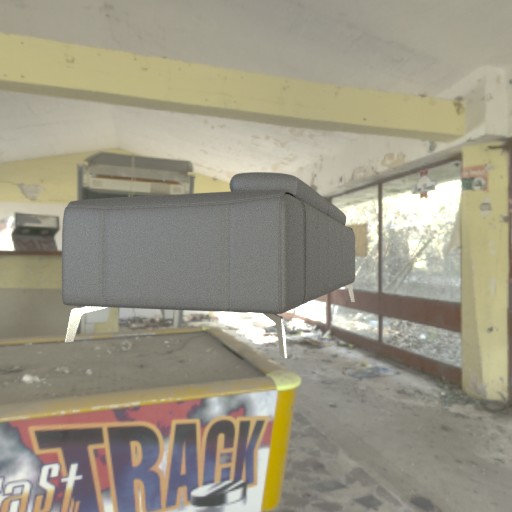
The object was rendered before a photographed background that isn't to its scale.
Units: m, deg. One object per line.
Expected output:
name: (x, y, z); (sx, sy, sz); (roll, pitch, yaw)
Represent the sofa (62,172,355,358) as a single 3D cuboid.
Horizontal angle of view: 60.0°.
sofa: (0.000, 0.000, 2.830); (1.023, 0.759, 2.321); (0, -1, 19)
